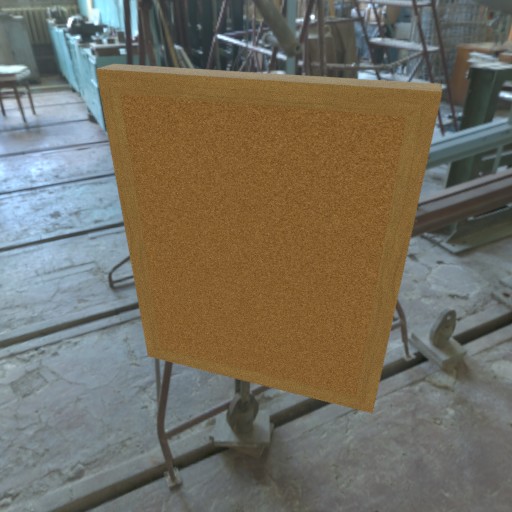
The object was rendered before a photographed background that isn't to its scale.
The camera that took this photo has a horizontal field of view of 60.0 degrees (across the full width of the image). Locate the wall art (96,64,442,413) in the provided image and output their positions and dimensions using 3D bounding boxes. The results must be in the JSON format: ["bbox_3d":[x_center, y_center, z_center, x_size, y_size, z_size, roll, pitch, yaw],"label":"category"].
[{"bbox_3d":[0.000,0.000,0.496,0.312,0.380,0.030,10,34,15],"label":"wall art"}]
